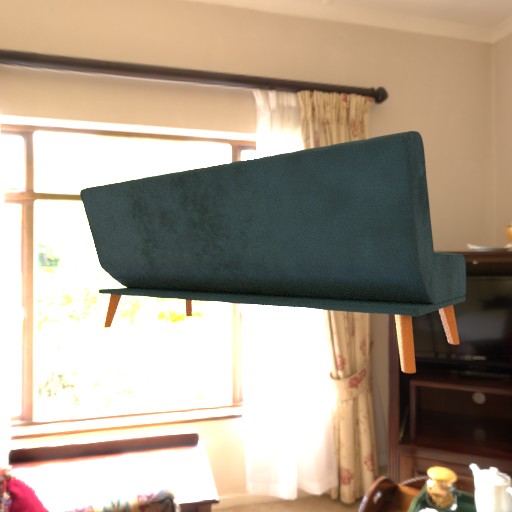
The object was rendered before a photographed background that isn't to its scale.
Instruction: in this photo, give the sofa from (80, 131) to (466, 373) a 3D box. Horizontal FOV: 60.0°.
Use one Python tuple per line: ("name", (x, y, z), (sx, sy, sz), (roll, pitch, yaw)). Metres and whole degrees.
("sofa", (0.000, 0.000, 2.254), (1.804, 0.813, 0.855), (-1, -1, 37))
